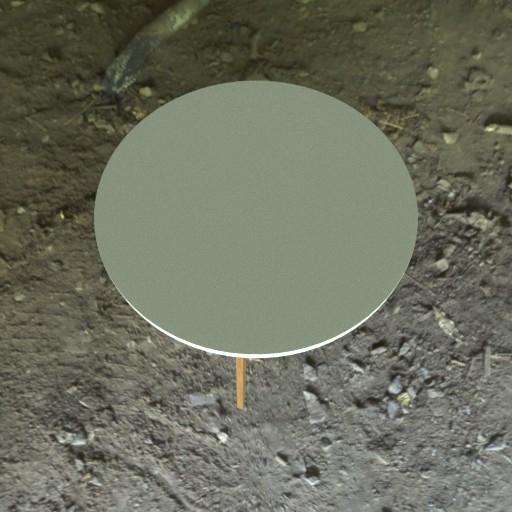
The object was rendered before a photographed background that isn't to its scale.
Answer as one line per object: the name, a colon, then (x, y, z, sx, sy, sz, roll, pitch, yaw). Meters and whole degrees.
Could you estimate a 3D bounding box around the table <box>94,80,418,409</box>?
table: (0.000, 0.000, 1.582, 0.896, 0.762, 0.896, 0, 64, 0)
